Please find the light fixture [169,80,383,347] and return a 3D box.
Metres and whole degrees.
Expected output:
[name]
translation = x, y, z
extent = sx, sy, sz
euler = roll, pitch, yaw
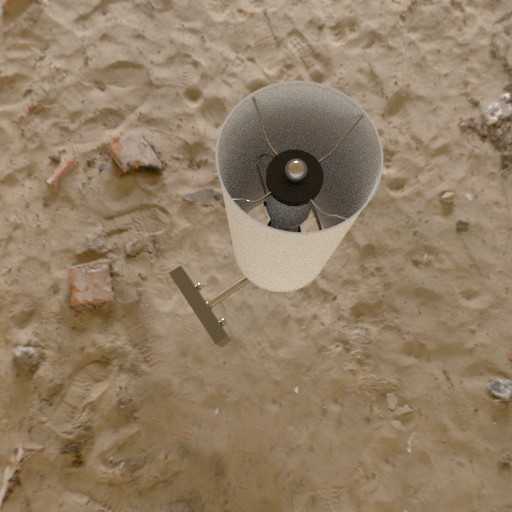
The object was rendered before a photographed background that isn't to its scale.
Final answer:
[light fixture]
translation = 0.000, 0.000, 0.556
extent = 0.208, 0.462, 0.128
euler = -34, 78, -8
